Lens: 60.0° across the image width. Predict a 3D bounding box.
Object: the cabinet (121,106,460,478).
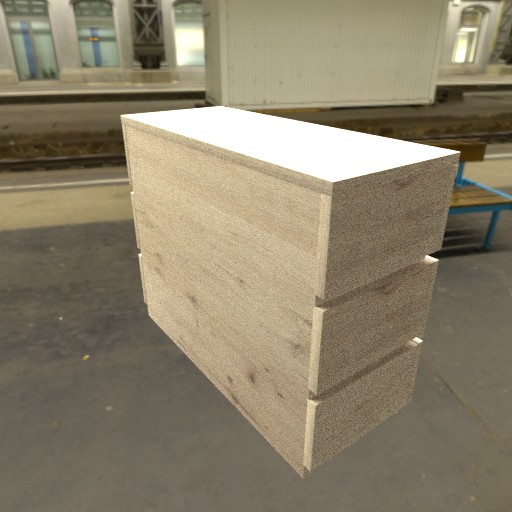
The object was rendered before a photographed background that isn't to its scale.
[{"bbox_3d":[0.000,0.000,1.477,0.420,0.820,1.040,-18,31,-32],"label":"cabinet"}]
